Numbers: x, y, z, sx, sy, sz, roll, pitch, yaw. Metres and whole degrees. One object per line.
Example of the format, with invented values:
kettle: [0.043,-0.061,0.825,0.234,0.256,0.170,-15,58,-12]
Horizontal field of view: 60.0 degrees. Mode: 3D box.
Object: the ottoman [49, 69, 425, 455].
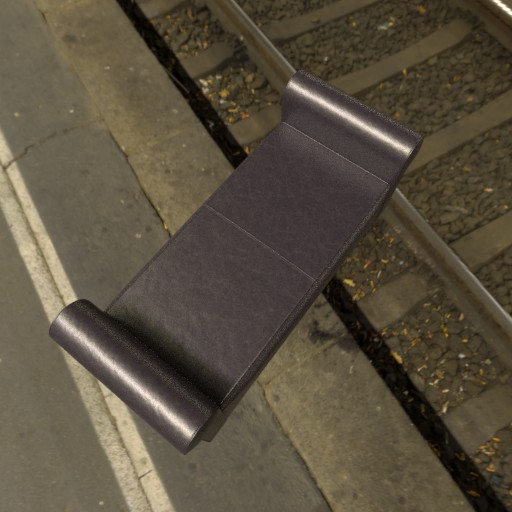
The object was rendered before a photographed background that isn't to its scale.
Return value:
ottoman: [0.000,0.000,1.583,0.521,0.547,1.256,35,70,15]
